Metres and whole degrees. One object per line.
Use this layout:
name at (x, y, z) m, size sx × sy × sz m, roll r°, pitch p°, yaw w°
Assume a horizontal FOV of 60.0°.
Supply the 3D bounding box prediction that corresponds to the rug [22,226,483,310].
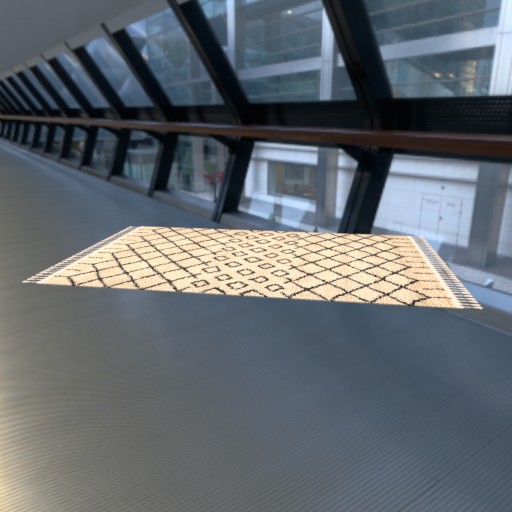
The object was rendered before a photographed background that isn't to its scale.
rug at (0.000, 0.000, 2.461) m, size 2.006 × 0.008 × 1.196 m, roll 3°, pitch 17°, yaw 9°
